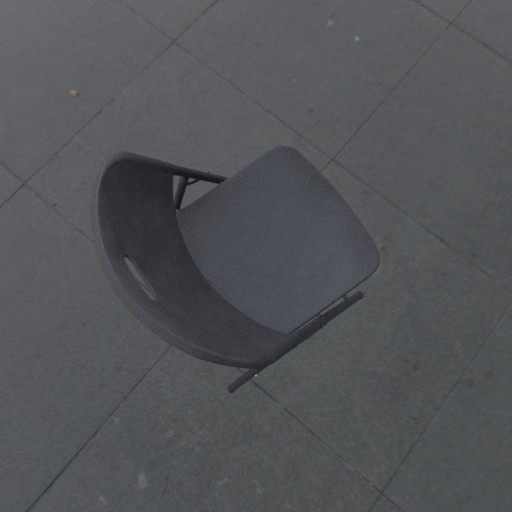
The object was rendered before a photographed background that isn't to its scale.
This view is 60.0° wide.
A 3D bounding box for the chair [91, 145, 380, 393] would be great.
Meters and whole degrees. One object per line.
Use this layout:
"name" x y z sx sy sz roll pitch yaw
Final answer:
"chair" 0.000 0.000 1.145 0.567 0.810 0.494 -34 78 -9
